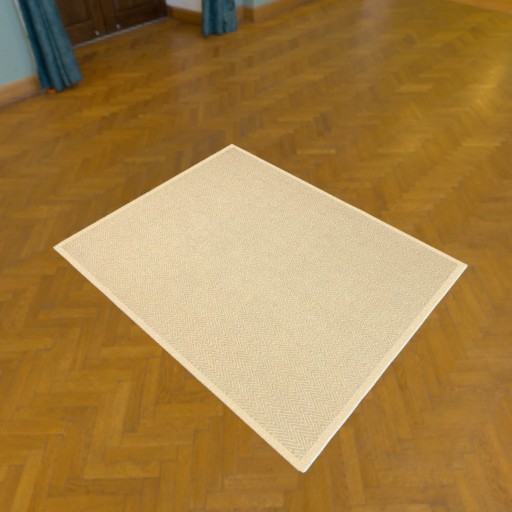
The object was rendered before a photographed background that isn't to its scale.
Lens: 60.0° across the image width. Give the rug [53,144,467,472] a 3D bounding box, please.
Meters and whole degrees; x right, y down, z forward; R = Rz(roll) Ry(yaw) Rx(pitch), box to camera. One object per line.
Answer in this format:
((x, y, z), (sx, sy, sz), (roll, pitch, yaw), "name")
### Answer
((0.000, 0.000, 4.111), (3.009, 0.019, 2.423), (33, 55, 28), "rug")
